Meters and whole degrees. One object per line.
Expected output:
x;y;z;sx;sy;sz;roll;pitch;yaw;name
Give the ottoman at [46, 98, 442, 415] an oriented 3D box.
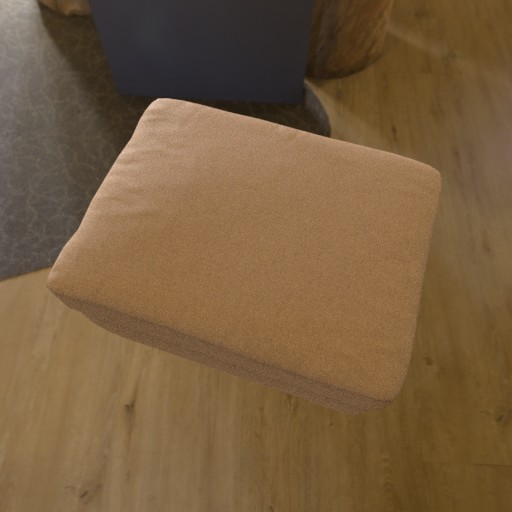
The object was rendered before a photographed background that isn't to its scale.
0.000;0.000;1.339;0.902;0.511;0.692;17;65;8;ottoman
